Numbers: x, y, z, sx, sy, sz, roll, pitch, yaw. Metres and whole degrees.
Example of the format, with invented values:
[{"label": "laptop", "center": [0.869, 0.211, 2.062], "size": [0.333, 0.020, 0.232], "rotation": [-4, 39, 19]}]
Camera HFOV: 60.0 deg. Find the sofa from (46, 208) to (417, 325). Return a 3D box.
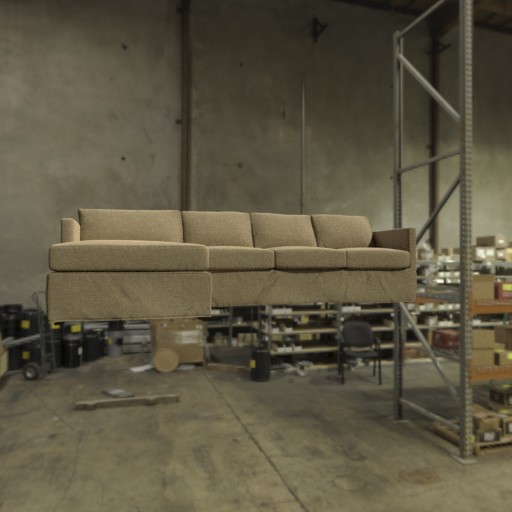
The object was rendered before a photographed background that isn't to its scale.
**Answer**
[{"label": "sofa", "center": [0.000, 0.000, 3.899], "size": [3.198, 0.920, 1.638], "rotation": [0, -1, -18]}]
